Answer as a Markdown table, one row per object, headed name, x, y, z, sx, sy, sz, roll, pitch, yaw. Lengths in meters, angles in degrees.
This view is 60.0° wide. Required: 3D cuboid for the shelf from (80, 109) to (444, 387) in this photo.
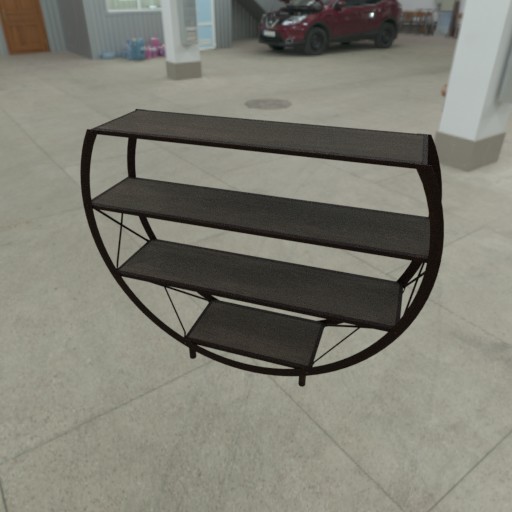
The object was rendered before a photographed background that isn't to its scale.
| name | x | y | z | sx | sy | sz | roll | pitch | yaw |
| --- | --- | --- | --- | --- | --- | --- | --- | --- | --- |
| shelf | 0.000 | 0.000 | 1.897 | 1.403 | 1.063 | 0.344 | 10 | 33 | 16 |
